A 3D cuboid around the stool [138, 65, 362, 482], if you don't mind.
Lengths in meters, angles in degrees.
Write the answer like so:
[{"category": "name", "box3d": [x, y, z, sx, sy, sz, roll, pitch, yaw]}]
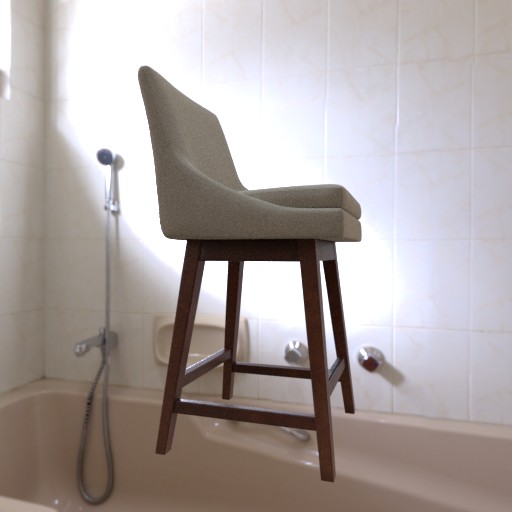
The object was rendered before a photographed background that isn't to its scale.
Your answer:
[{"category": "stool", "box3d": [0.000, 0.000, 1.270, 0.559, 0.991, 0.469, 0, 1, 18]}]
